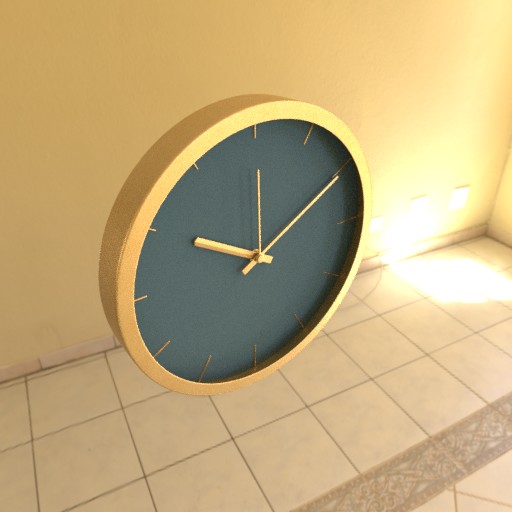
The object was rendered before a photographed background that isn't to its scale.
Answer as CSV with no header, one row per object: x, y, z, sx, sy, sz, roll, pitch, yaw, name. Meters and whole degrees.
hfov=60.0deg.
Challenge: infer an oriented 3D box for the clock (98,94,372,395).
0.000,0.000,0.459,0.314,0.314,0.040,-21,36,-31,clock
